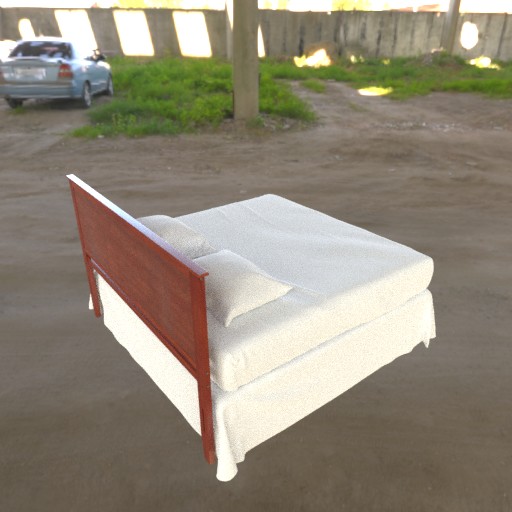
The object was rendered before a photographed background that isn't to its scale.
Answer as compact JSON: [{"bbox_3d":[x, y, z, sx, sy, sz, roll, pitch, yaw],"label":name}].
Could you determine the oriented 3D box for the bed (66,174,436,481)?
[{"bbox_3d":[0.000,0.000,3.591,2.219,1.271,2.314,-19,32,-33],"label":"bed"}]
